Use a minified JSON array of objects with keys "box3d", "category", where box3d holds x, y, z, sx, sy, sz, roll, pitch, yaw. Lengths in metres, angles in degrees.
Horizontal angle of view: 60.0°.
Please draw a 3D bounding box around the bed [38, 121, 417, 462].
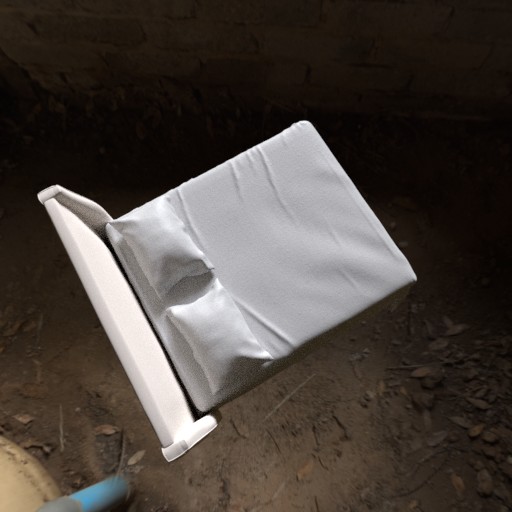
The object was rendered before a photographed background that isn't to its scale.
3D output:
[{"box3d":[0.000,0.000,3.480,2.276,1.332,1.925,-29,77,-7],"category":"bed"}]
